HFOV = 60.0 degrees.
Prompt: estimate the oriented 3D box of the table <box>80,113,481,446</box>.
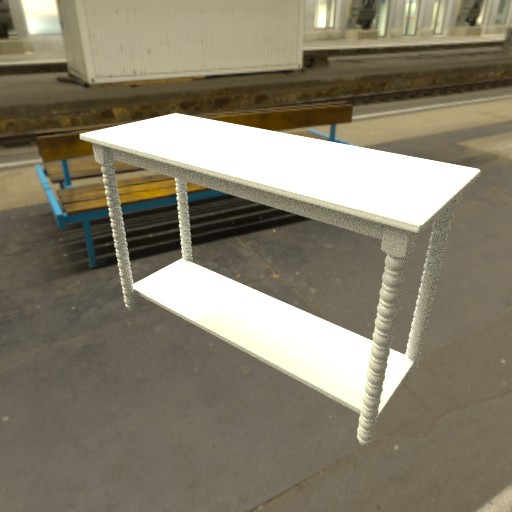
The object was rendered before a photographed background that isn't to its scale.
[{"bbox_3d":[0.000,0.000,1.523,1.184,0.740,0.459,21,35,33],"label":"table"}]
